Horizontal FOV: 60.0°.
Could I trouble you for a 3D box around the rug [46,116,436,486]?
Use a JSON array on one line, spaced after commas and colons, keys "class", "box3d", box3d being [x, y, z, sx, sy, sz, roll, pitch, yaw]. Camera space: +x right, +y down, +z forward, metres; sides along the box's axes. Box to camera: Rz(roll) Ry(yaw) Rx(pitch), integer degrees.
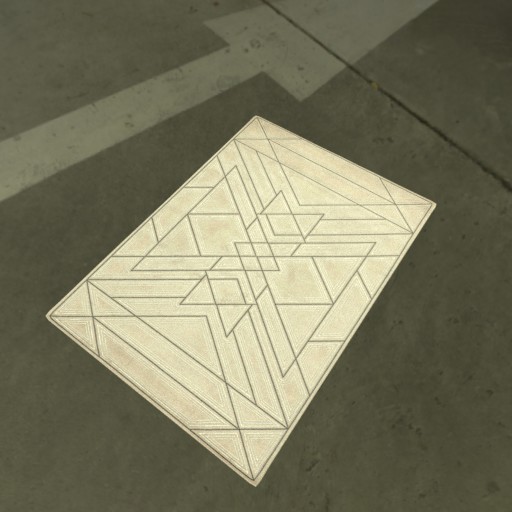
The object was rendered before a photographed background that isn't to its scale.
[{"class": "rug", "box3d": [0.000, 0.000, 4.477, 2.436, 0.026, 3.381, 31, 63, 18]}]
